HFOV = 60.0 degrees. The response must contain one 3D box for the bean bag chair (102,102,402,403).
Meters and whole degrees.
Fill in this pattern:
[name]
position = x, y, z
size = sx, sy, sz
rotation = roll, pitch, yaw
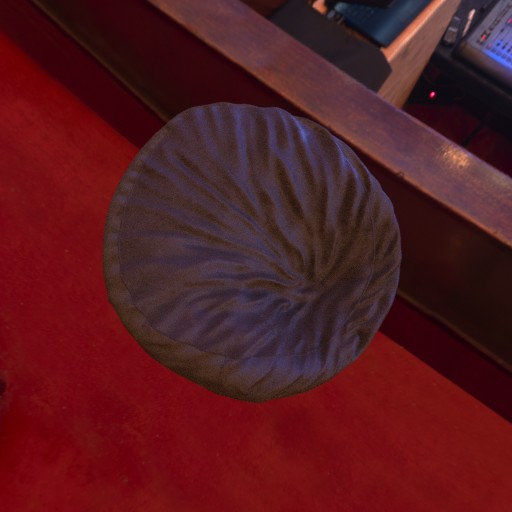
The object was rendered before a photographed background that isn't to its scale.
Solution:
[bean bag chair]
position = 0.000, 0.000, 2.024
size = 1.245, 0.821, 1.245
rotation = 0, 77, 0
